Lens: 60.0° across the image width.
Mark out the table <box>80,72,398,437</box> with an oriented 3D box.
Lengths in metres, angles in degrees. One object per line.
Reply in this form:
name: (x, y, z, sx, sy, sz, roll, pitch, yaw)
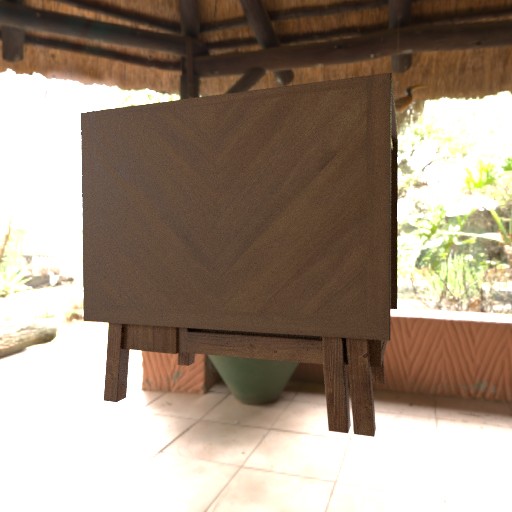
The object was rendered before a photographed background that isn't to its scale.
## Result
table: (0.000, 0.000, 1.617, 0.967, 0.981, 0.701, 0, 1, 19)
